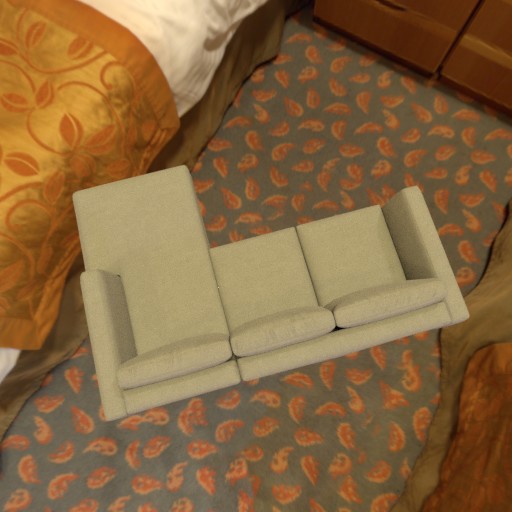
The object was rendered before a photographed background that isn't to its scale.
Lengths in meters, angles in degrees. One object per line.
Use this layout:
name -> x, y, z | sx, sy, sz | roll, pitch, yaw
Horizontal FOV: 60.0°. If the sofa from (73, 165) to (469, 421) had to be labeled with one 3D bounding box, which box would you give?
sofa -> 0.000, 0.000, 3.038 | 2.300, 0.860, 1.580 | -15, 76, -4
